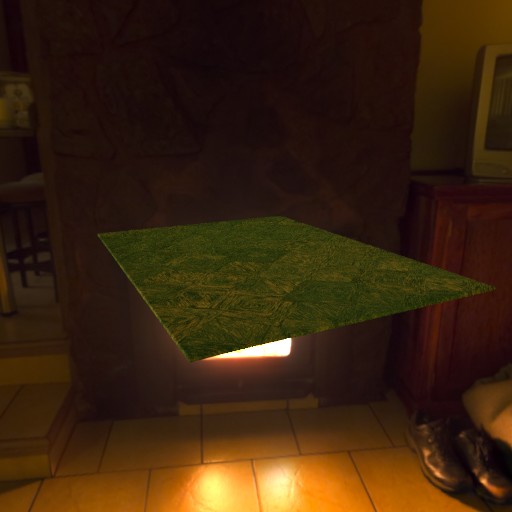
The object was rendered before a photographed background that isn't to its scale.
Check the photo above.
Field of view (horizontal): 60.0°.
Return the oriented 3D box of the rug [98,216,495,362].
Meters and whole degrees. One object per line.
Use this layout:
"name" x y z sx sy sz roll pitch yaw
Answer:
"rug" 0.000 0.000 4.183 2.405 0.027 3.217 -8 18 -26
